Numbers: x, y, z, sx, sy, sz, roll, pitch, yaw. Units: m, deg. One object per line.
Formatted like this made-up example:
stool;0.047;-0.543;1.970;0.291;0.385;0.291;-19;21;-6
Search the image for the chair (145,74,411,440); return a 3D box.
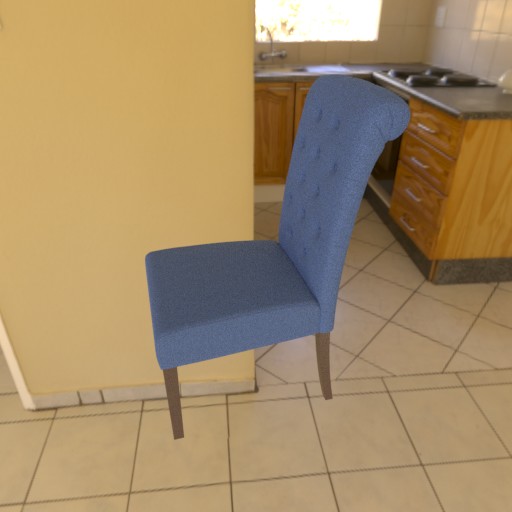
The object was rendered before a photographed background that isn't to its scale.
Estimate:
chair;0.000;0.000;1.371;0.671;1.006;0.456;-8;31;-13
